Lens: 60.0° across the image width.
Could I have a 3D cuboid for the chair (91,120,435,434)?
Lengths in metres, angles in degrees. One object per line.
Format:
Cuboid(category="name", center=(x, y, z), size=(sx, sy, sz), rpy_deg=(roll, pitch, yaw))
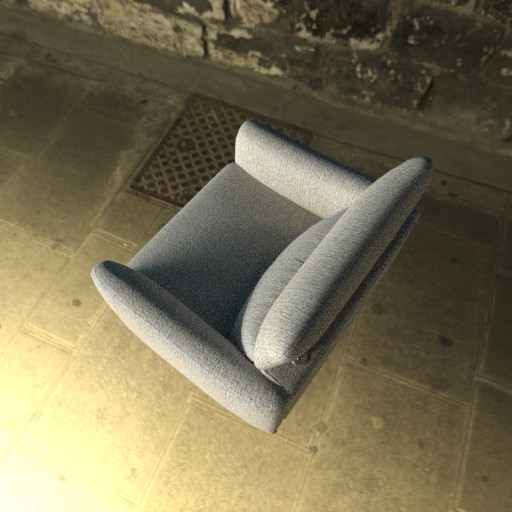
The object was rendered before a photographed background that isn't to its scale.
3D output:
Cuboid(category="chair", center=(0.000, 0.000, 1.670), size=(0.835, 0.967, 0.972), rpy_deg=(34, 67, 16))
